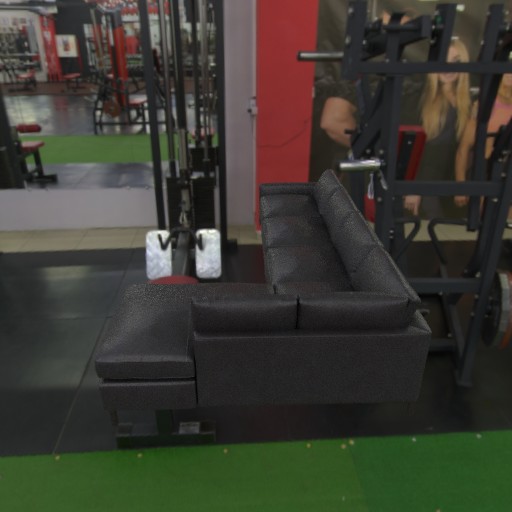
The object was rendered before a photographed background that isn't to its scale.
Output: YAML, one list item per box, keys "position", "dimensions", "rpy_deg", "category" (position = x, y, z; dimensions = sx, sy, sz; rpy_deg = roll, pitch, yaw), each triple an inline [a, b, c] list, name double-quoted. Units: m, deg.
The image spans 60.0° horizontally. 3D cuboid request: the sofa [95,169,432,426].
- position: [0.000, 0.000, 3.872]
  dimensions: [1.938, 0.877, 2.984]
  rpy_deg: [-1, 26, -1]
  category: "sofa"
